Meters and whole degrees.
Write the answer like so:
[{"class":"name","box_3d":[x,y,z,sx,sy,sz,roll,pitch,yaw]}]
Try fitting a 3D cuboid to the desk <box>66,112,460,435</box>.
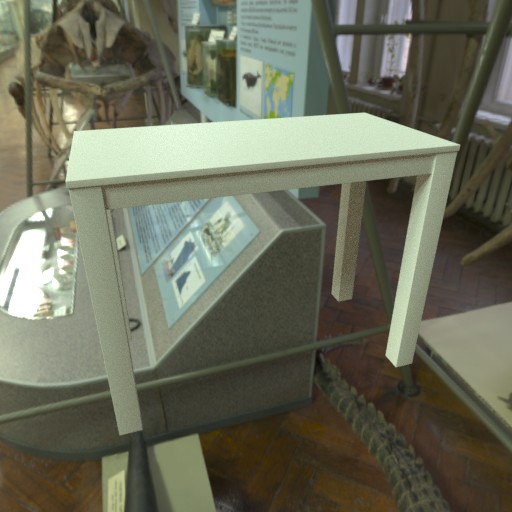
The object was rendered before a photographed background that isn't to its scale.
[{"class":"desk","box_3d":[0.000,0.000,1.439,0.990,0.762,0.497,-9,29,-16]}]
